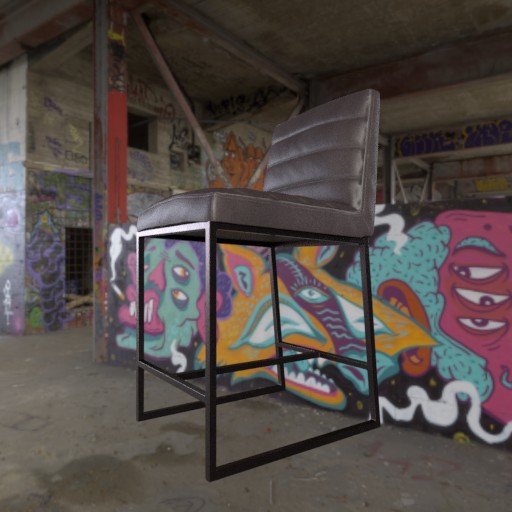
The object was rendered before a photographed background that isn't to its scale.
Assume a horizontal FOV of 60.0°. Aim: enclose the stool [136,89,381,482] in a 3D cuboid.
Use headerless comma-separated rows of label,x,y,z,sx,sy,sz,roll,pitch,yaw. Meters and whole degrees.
stool,0.000,0.000,1.256,0.562,0.946,0.463,0,-1,-35
